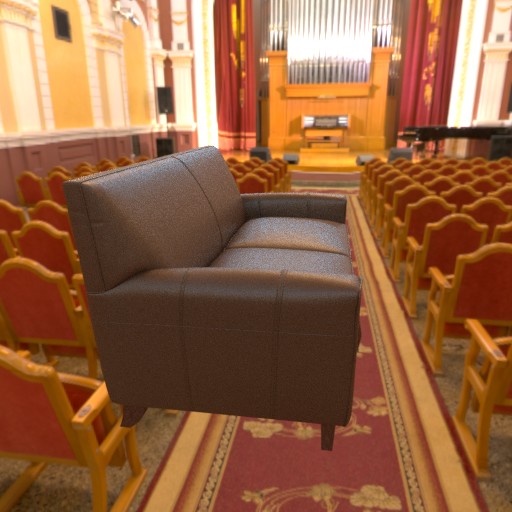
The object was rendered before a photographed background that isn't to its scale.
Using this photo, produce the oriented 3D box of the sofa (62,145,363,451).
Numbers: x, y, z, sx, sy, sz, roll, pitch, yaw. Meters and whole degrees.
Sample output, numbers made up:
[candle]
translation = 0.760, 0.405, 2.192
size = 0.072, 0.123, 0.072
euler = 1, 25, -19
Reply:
[sofa]
translation = 0.000, 0.000, 1.967
size = 0.853, 0.859, 1.468
euler = 3, 18, 9
